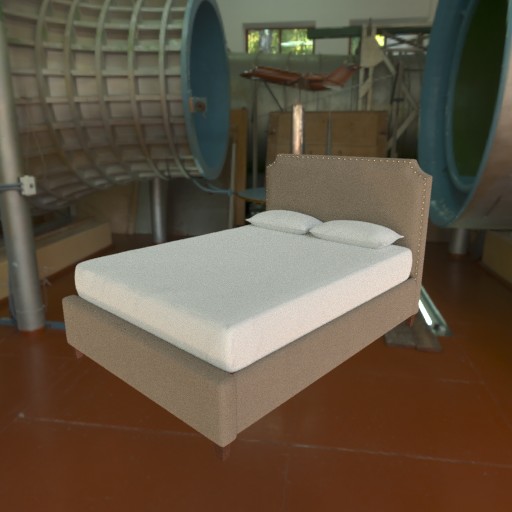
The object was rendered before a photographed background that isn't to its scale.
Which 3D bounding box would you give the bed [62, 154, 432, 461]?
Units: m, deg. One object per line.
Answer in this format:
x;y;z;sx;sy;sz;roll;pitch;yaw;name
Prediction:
0.000;0.000;3.410;1.703;1.415;2.329;14;21;41;bed
